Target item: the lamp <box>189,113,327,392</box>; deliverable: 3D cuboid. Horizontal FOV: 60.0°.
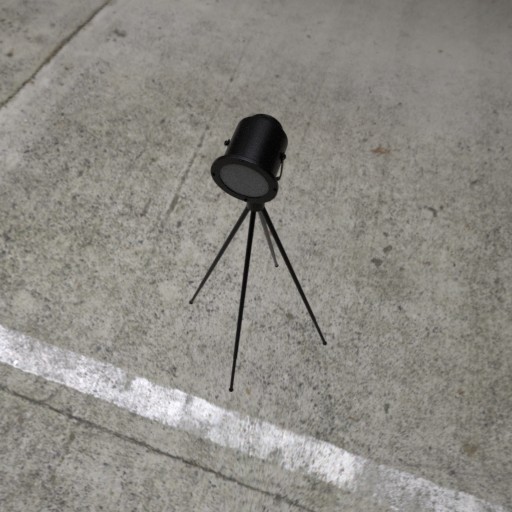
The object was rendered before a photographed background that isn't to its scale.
[{"bbox_3d":[0.000,0.000,2.067,0.879,1.504,0.884,16,58,10],"label":"lamp"}]
